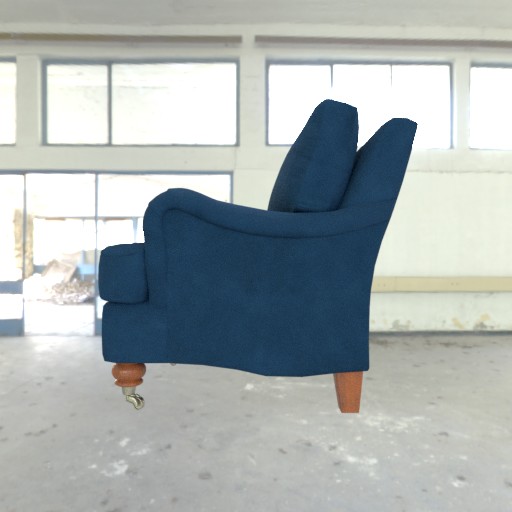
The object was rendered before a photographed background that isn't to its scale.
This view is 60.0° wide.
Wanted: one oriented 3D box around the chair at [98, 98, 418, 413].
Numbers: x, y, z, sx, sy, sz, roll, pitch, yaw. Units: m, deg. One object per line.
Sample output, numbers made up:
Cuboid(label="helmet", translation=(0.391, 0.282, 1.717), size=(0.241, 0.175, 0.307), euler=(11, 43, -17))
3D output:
Cuboid(label="chair", translation=(0.000, 0.000, 1.868), size=(1.078, 1.076, 0.895), euler=(0, 0, 0))
